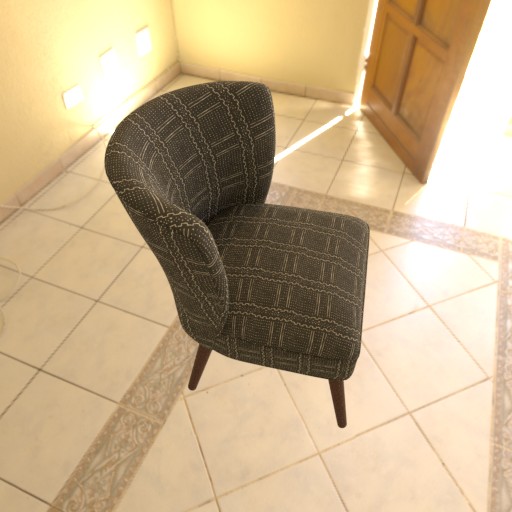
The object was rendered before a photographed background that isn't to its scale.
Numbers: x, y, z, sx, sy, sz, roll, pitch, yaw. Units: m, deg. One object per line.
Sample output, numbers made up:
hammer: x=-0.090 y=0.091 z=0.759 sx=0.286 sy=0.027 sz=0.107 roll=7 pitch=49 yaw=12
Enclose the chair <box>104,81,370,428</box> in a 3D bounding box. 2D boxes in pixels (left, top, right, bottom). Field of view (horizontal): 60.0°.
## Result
chair: x=0.000 y=0.000 z=1.424 sx=0.758 sy=0.866 sz=0.710 roll=9 pitch=48 yaw=9
